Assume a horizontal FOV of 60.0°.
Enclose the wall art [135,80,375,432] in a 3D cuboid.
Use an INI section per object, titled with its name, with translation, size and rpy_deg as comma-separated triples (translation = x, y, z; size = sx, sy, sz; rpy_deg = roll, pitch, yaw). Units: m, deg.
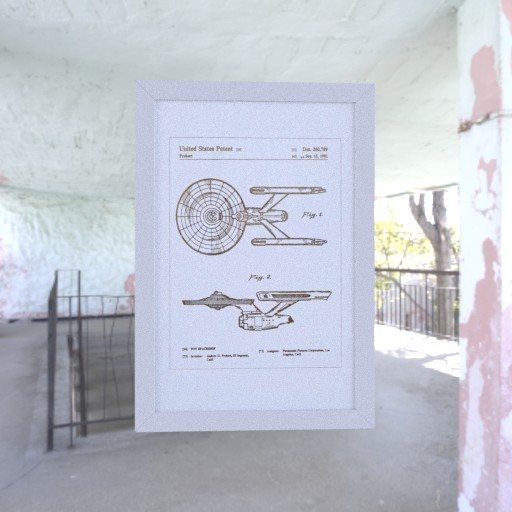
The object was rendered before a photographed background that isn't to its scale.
[wall art]
translation = 0.000, 0.000, 0.843
size = 0.454, 0.659, 0.011
rpy_deg = 0, 0, -2
